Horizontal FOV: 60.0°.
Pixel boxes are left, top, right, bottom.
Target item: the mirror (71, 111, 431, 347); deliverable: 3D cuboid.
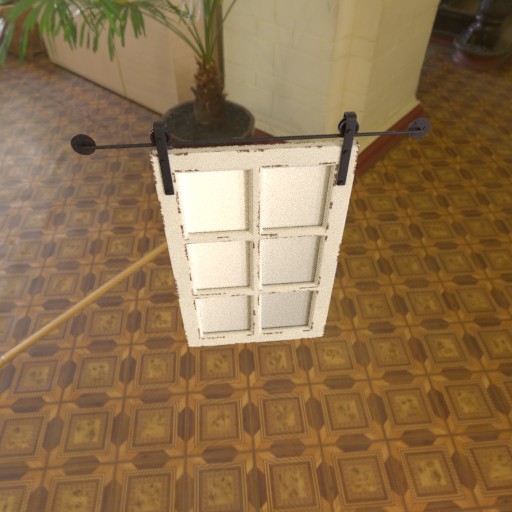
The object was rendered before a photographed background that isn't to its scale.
[{"bbox_3d":[0.000,0.000,1.246,0.808,0.844,0.037,-4,46,-4],"label":"mirror"}]
